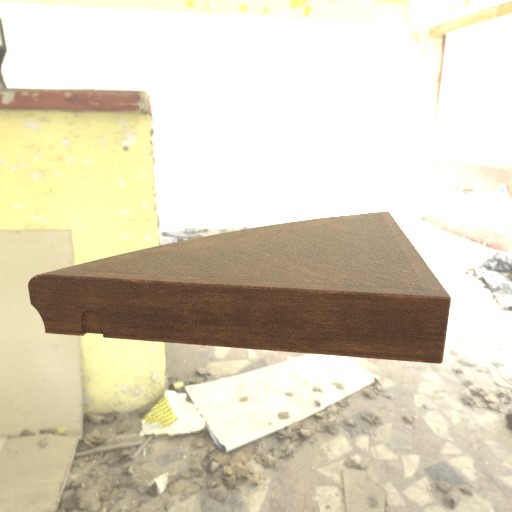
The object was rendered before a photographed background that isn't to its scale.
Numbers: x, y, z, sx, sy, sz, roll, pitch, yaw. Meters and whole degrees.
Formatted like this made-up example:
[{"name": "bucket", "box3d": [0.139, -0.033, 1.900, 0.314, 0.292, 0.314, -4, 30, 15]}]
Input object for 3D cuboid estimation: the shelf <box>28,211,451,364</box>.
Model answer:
[{"name": "shelf", "box3d": [0.000, 0.000, 0.469, 0.310, 0.050, 0.310, 3, 17, 8]}]
